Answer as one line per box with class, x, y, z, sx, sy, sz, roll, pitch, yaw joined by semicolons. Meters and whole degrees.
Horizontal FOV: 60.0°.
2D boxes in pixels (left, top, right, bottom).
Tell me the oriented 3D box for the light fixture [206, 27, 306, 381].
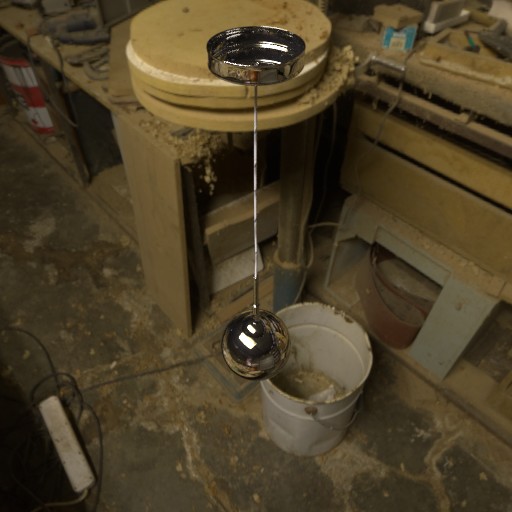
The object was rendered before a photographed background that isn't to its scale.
light fixture;0.000;0.000;1.665;0.336;1.538;0.336;-32;55;-27
